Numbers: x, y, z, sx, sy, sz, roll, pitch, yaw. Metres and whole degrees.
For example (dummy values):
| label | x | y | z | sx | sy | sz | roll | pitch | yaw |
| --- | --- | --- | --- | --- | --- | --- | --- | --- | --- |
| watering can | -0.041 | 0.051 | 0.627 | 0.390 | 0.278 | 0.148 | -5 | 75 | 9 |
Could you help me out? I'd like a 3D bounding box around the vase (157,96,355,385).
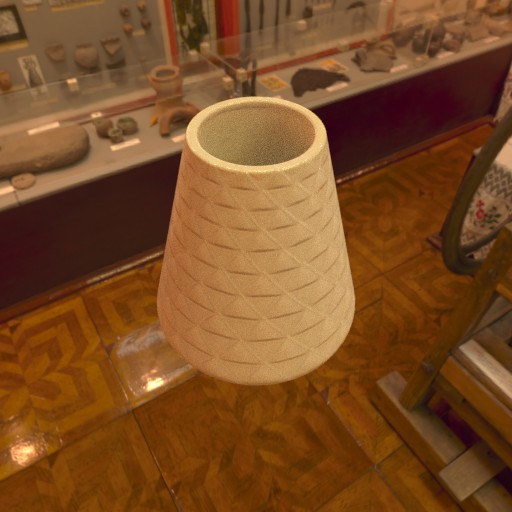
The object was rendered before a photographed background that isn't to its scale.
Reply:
| label | x | y | z | sx | sy | sz | roll | pitch | yaw |
| --- | --- | --- | --- | --- | --- | --- | --- | --- | --- |
| vase | 0.000 | 0.000 | 0.361 | 0.175 | 0.230 | 0.175 | 0 | 47 | 0 |
